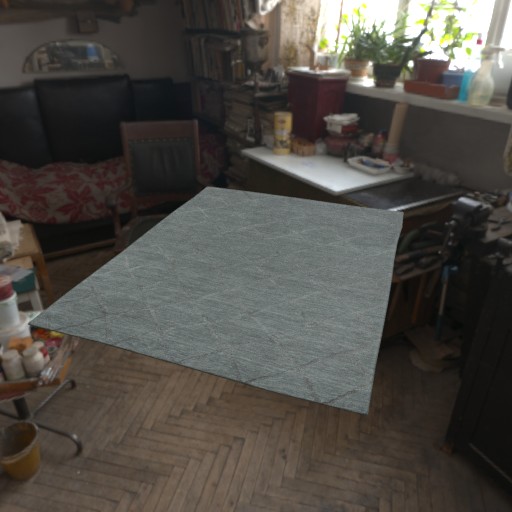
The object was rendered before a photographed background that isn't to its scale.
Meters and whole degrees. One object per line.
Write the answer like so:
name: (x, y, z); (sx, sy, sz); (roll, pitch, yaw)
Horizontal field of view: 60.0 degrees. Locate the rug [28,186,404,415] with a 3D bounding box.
rug: (0.000, 0.000, 4.077); (2.438, 0.013, 3.048); (10, 31, 17)
